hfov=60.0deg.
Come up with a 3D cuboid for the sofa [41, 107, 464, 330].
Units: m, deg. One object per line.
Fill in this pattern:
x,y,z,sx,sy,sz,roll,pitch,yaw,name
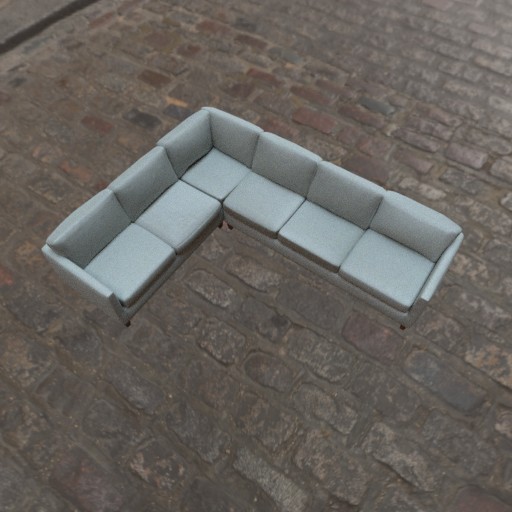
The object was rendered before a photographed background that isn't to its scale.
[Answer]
0.000,0.000,4.490,3.301,0.947,2.592,31,62,18,sofa
